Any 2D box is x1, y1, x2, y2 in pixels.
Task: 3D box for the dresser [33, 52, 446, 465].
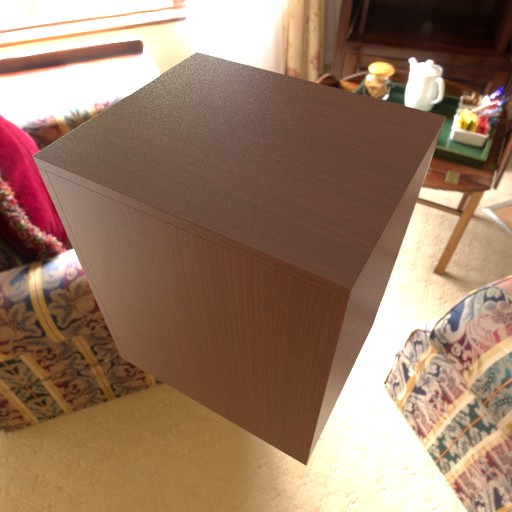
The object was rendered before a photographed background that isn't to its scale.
[{"bbox_3d":[0.000,0.000,0.733,0.400,0.470,0.360,23,51,20],"label":"dresser"}]
